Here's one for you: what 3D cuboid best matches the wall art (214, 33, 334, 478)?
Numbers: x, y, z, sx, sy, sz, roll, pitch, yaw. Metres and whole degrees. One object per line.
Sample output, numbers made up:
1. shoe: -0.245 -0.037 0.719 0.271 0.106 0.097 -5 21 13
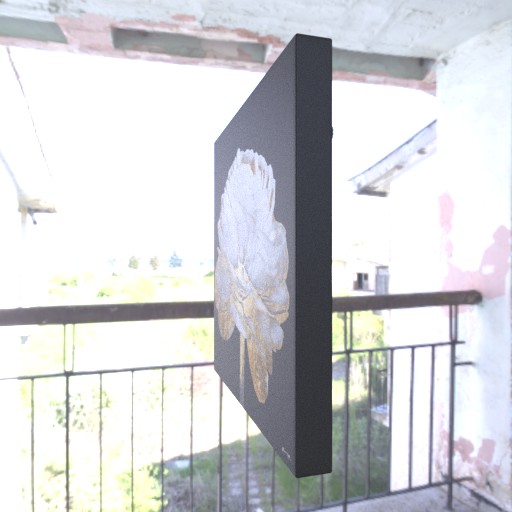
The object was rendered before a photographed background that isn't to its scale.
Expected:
1. wall art: 0.000 0.000 0.602 0.041 0.407 0.406 0 0 -16
